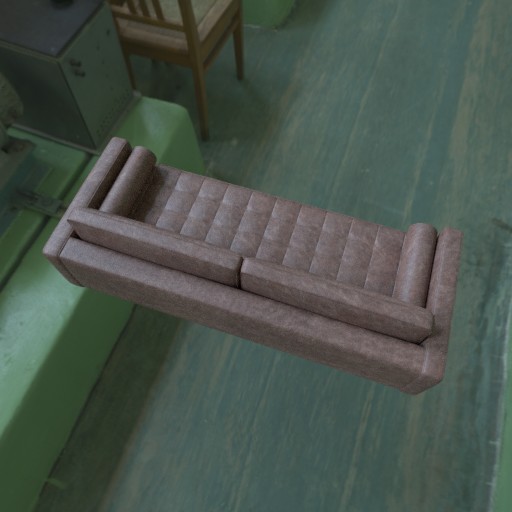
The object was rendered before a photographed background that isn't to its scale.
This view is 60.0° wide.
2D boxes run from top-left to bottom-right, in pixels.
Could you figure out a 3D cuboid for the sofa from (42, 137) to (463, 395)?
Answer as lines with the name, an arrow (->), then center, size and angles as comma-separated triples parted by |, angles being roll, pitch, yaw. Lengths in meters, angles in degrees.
sofa -> 0.000, 0.000, 2.640 | 2.210, 0.762, 0.914 | 17, 65, 8
